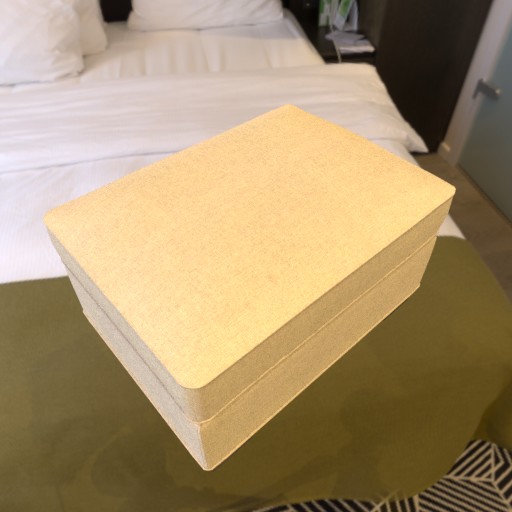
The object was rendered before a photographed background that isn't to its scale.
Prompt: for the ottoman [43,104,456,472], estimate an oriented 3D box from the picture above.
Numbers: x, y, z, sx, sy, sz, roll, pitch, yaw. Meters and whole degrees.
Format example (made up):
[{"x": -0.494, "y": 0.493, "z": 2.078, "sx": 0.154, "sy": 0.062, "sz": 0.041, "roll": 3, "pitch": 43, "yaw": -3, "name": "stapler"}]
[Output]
[{"x": 0.000, "y": 0.000, "z": 1.219, "sx": 0.843, "sy": 0.504, "sz": 0.619, "roll": -33, "pitch": 54, "yaw": -27, "name": "ottoman"}]
